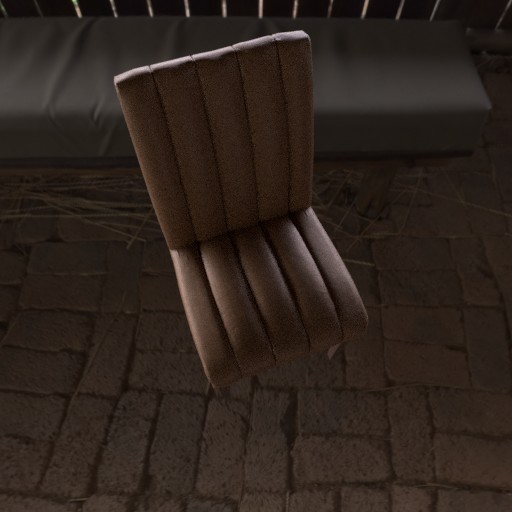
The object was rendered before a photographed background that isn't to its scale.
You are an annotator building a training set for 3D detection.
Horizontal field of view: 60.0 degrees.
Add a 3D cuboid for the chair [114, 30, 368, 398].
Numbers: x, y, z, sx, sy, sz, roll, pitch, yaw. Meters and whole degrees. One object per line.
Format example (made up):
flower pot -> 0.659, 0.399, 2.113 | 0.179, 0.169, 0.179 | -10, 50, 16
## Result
chair -> 0.000, 0.000, 1.361 | 0.511, 1.016, 0.647 | -18, 65, -9
